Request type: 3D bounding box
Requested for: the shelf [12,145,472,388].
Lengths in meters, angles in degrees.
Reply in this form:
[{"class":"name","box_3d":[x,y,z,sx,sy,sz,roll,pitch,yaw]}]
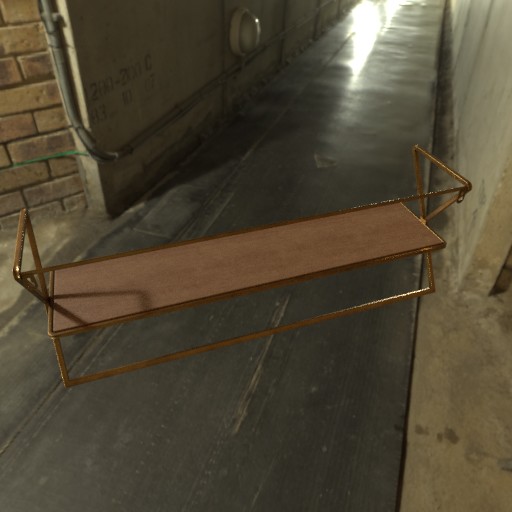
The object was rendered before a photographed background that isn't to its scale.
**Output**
[{"class":"shelf","box_3d":[0.000,0.000,0.719,0.645,0.229,0.150,-12,41,-14]}]
